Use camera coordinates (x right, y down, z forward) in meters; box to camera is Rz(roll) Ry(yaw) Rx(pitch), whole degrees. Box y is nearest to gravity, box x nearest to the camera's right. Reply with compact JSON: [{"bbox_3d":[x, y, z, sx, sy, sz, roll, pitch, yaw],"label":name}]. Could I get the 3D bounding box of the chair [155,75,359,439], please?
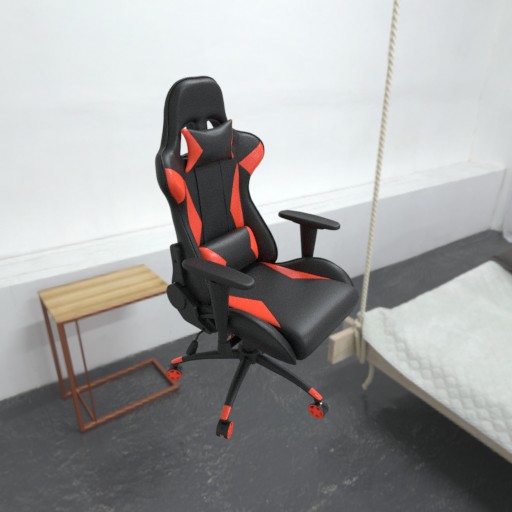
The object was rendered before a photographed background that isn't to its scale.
[{"bbox_3d":[0.000,0.000,1.732,0.730,1.282,0.695,18,31,32],"label":"chair"}]
